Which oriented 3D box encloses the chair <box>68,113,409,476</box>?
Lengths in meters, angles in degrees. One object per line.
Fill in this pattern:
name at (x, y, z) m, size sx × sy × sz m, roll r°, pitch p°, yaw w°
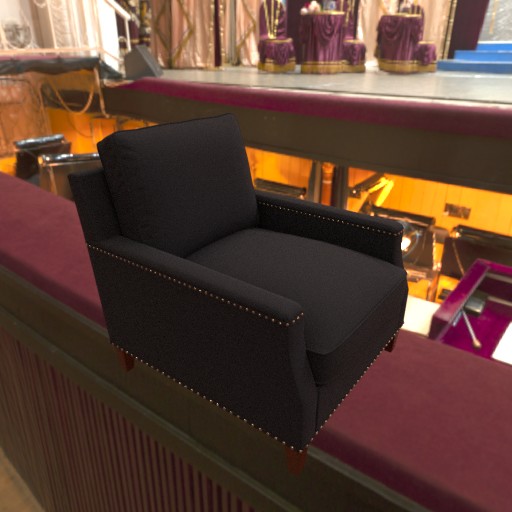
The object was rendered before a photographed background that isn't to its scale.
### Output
chair at (0.000, 0.000, 1.702) m, size 1.014 × 0.943 × 0.853 m, roll 18°, pitch 30°, yaw 33°
